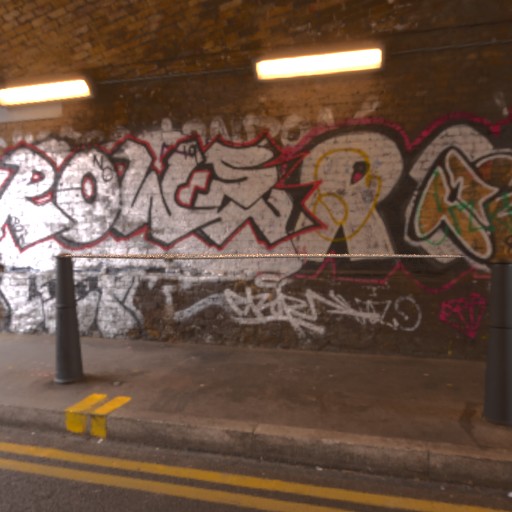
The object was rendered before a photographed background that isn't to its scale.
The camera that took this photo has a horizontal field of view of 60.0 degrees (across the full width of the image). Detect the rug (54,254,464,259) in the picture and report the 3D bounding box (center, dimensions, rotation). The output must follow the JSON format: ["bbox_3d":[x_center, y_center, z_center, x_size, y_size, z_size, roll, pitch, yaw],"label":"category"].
[{"bbox_3d":[0.000,0.000,4.895,3.585,0.036,2.892,0,0,-36],"label":"rug"}]
